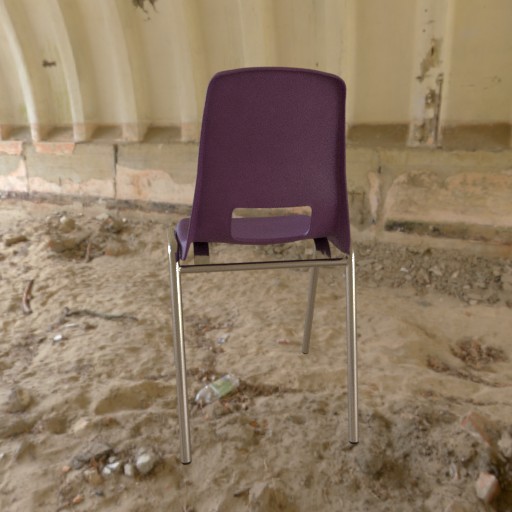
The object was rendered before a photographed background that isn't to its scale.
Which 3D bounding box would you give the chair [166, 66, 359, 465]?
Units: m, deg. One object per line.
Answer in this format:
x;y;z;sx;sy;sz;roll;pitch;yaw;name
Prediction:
0.000;0.000;0.962;0.381;0.704;0.432;-3;15;-10;chair
